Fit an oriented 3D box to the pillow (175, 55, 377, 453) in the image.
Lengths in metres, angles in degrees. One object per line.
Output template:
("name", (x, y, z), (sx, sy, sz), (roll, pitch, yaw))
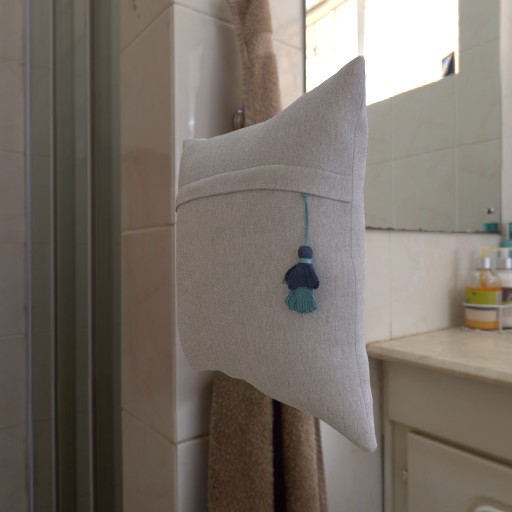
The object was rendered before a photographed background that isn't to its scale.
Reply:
("pillow", (0.000, 0.000, 0.661), (0.173, 0.436, 0.433), (0, 0, -35))
